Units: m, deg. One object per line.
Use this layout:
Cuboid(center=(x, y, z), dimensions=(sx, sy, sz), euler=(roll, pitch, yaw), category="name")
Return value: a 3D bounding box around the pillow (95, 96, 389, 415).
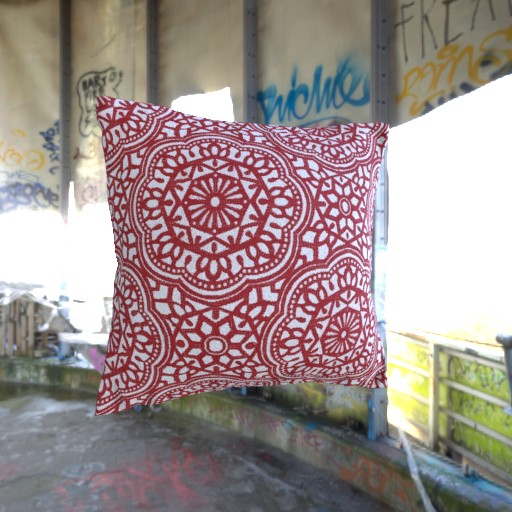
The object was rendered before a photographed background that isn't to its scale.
Cuboid(center=(0.000, 0.000, 0.640), dimensions=(0.438, 0.419, 0.162), euler=(0, 0, -17), category="pillow")
